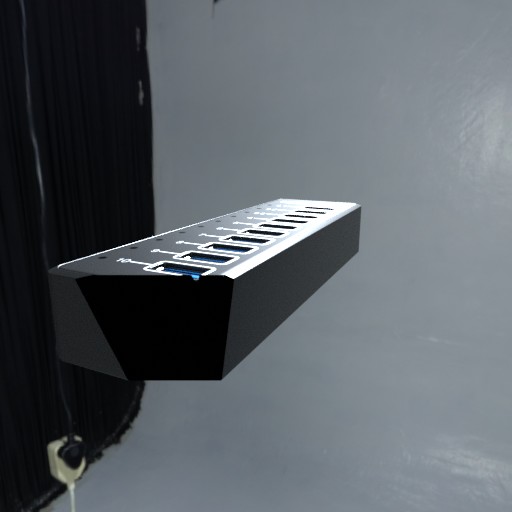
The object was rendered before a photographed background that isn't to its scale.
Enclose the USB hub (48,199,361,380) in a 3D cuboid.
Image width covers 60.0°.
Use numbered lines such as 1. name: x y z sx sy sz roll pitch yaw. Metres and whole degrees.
1. USB hub: 0.000 0.000 0.161 0.044 0.023 0.145 7 16 25
